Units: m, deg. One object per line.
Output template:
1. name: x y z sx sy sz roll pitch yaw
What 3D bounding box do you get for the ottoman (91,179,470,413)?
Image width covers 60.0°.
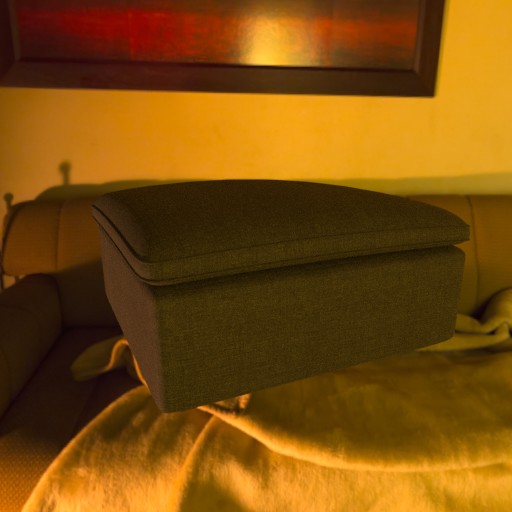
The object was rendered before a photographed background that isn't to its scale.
1. ottoman: 0.000 0.000 1.683 1.067 0.559 1.067 -7 16 -25
